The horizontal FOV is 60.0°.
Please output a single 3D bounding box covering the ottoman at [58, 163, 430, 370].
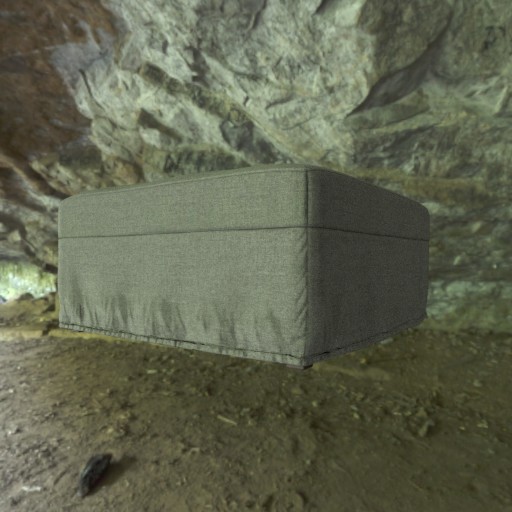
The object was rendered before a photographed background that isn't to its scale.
[{"bbox_3d":[0.000,0.000,1.358,0.843,0.436,0.840,0,0,36],"label":"ottoman"}]
